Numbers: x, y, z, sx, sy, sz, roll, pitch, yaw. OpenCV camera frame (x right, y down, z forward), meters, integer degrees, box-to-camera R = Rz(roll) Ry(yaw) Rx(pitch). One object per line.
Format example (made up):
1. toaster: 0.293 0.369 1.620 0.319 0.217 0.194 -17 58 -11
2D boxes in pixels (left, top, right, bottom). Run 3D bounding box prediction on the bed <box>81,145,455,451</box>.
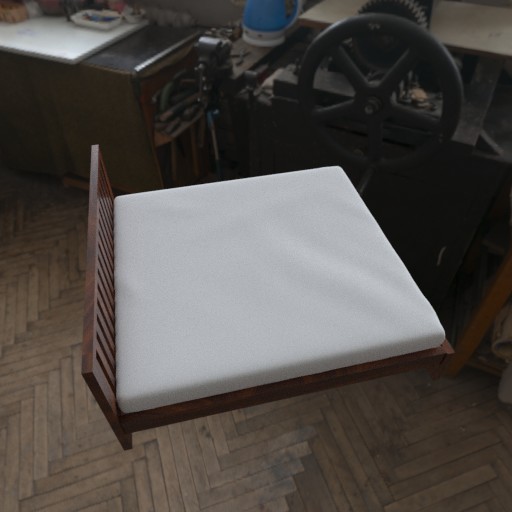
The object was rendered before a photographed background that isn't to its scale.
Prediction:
1. bed: 0.000 0.000 3.084 2.030 0.890 1.905 -10 47 -9
